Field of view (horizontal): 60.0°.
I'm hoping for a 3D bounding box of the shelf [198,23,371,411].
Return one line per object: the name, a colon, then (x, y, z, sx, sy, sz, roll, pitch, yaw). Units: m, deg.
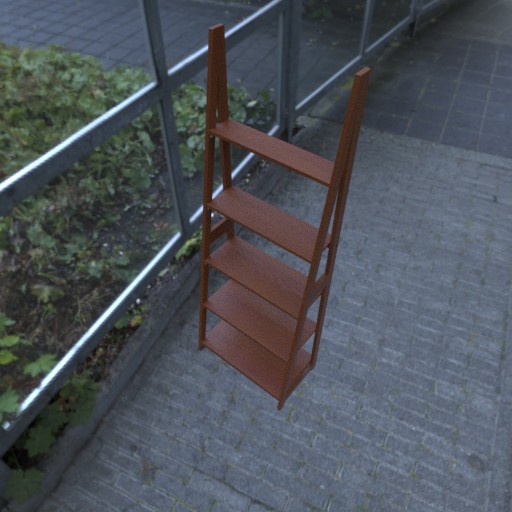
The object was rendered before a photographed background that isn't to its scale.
shelf: (0.000, 0.000, 2.042, 0.630, 1.780, 0.356, 30, 53, 26)
